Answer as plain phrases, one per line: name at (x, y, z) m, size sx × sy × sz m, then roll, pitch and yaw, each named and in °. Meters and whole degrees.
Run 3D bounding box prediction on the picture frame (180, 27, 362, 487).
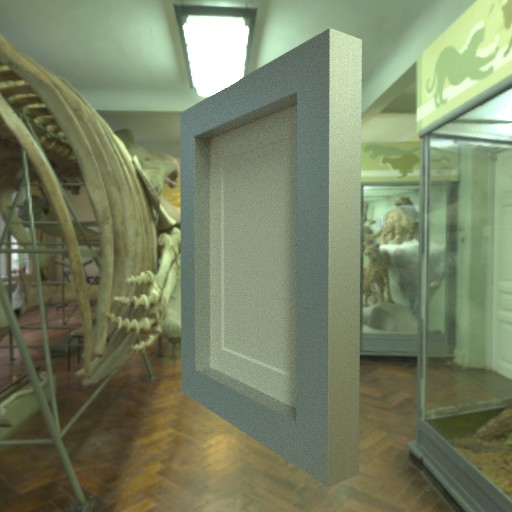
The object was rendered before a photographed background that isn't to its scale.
picture frame at (0.000, 0.000, 0.273) m, size 0.028 × 0.208 × 0.157 m, roll -1°, pitch 2°, yaw -34°
